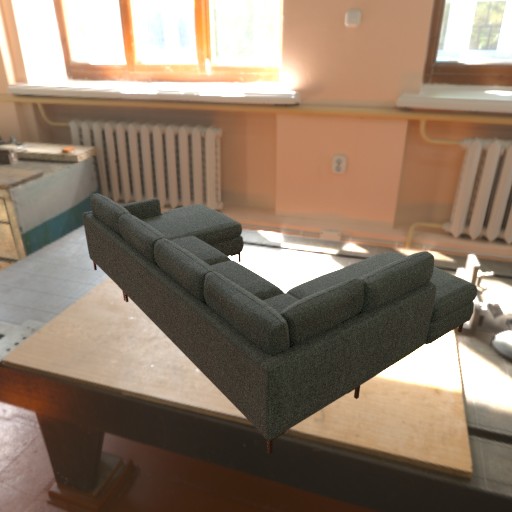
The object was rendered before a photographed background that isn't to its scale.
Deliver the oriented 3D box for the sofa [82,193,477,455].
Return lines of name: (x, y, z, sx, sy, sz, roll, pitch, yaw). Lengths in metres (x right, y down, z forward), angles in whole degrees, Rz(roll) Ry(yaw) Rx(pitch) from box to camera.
sofa: (0.000, 0.000, 3.572, 1.879, 0.756, 2.737, -18, 30, -33)
